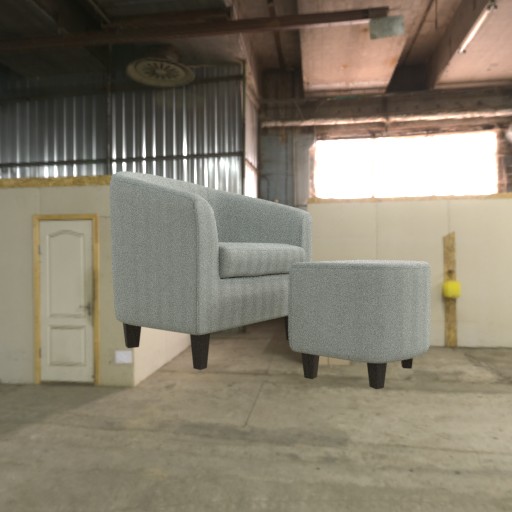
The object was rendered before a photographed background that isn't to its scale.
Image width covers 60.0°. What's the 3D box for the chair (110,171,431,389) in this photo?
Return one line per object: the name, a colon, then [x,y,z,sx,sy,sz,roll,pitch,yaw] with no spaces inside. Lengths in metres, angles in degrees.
chair: [0.000,0.000,1.721,1.288,0.757,0.756,1,1,36]
